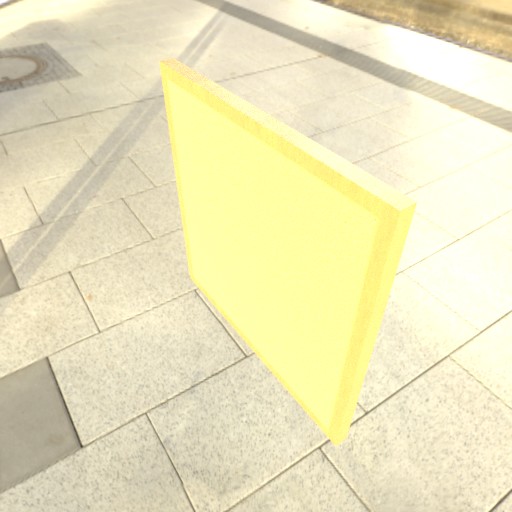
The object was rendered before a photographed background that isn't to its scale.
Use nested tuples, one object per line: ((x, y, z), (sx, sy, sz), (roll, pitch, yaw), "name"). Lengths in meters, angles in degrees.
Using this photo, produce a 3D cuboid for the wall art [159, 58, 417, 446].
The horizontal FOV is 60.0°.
((0.000, 0.000, 2.879), (0.097, 1.936, 1.935), (-26, 49, -26), "wall art")
